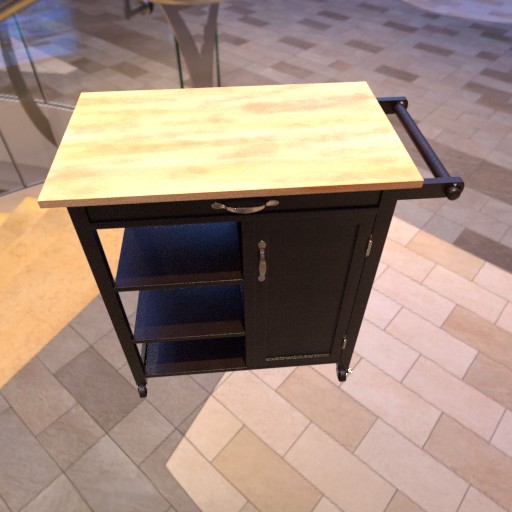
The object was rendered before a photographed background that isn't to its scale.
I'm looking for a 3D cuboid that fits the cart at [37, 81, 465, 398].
[{"bbox_3d":[0.000,0.000,1.385,0.914,0.878,0.472,-4,46,-3],"label":"cart"}]
